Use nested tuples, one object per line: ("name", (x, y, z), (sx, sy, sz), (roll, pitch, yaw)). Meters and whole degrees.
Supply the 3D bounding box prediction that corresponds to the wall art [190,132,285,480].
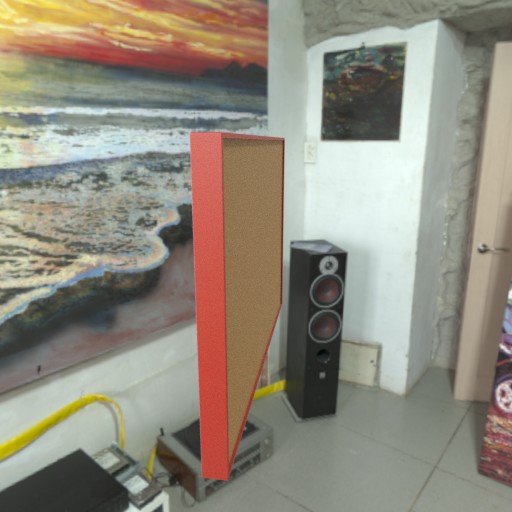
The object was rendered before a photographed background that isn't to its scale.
("wall art", (0.000, 0.000, 0.776), (0.033, 0.405, 0.607), (2, 15, 9))
